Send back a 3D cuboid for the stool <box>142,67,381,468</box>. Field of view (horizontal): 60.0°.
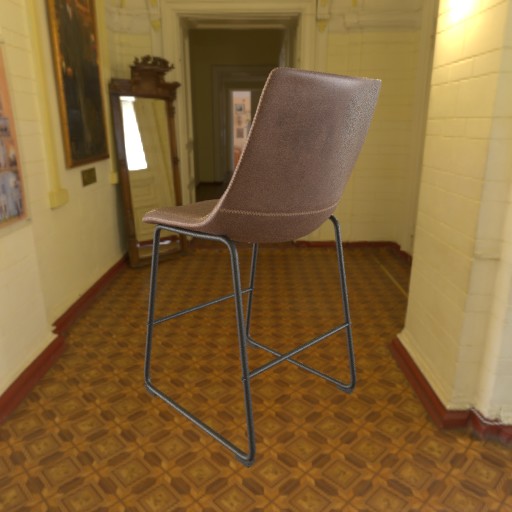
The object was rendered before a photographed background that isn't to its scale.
[{"bbox_3d":[0.000,0.000,1.214,0.460,0.890,0.550,-16,23,-42],"label":"stool"}]
